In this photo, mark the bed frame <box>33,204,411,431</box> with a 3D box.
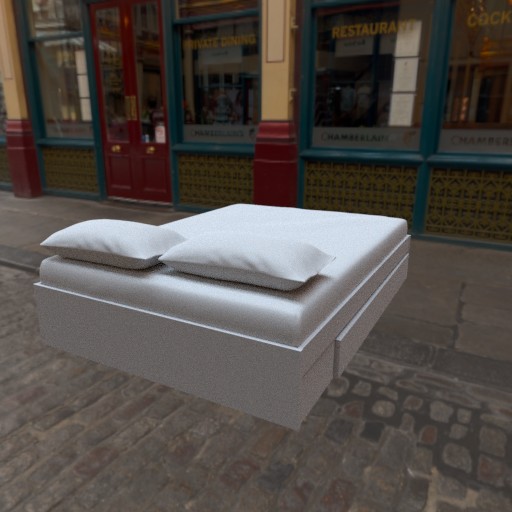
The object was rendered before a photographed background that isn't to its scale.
[{"bbox_3d":[0.000,0.000,2.665,1.450,0.629,1.950,9,18,27],"label":"bed frame"}]
